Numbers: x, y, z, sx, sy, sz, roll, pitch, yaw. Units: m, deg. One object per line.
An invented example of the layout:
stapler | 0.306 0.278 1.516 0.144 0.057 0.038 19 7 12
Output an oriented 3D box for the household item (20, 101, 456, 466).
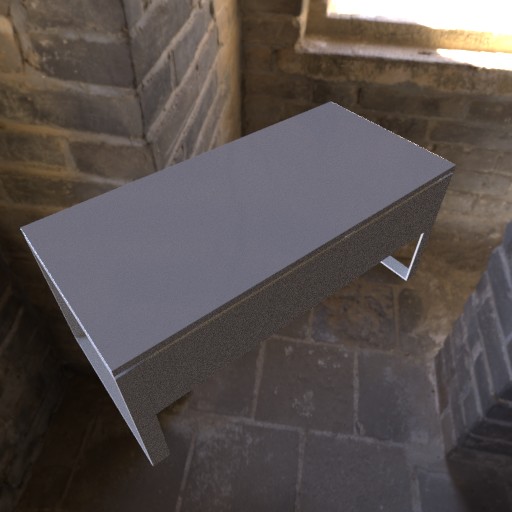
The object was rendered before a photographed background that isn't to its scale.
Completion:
household item | 0.000 0.000 2.135 1.700 0.745 0.800 -29 52 -26
